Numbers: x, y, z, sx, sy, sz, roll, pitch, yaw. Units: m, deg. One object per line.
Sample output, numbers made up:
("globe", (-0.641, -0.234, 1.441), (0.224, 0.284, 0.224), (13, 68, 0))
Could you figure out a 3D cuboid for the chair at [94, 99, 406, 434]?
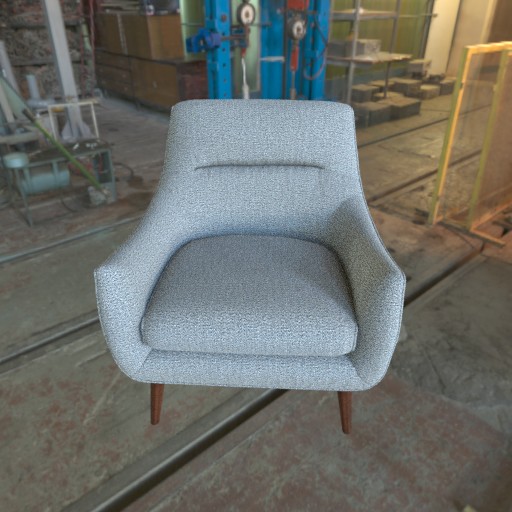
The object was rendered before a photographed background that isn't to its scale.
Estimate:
("chair", (0.000, 0.000, 1.428), (0.762, 0.838, 0.787), (2, 31, 3))
